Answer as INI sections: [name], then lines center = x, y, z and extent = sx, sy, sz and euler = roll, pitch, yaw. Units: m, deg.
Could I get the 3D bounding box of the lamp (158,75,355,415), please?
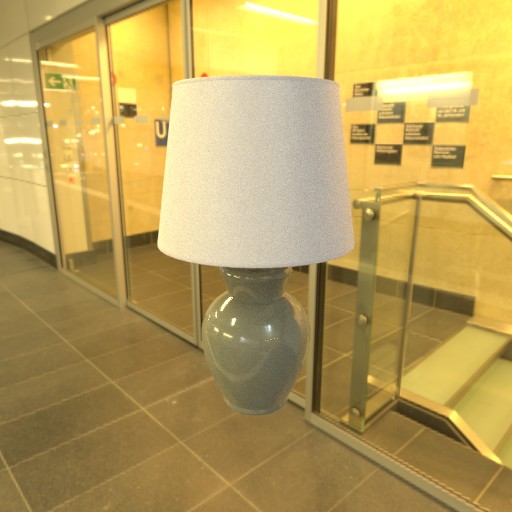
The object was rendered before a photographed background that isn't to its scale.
[lamp]
center = 0.000, 0.000, 0.556
extent = 0.239, 0.399, 0.239
euler = 0, 15, 0
